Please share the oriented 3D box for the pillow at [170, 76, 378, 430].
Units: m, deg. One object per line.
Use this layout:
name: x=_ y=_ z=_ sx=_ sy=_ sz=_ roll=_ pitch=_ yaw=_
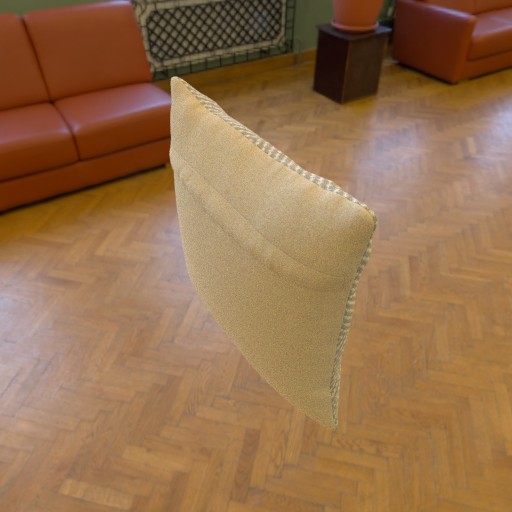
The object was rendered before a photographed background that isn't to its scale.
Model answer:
pillow: x=0.000 y=0.000 z=0.731 sx=0.181 sy=0.458 sz=0.459 roll=-24 pitch=47 yaw=-24
